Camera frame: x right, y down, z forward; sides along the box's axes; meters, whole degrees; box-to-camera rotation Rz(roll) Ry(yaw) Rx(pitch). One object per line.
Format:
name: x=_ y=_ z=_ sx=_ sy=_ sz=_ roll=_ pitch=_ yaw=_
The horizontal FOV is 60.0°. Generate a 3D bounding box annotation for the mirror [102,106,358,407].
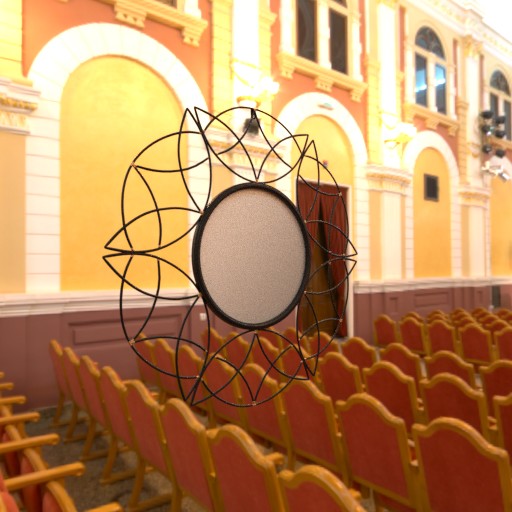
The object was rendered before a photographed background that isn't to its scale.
mirror: x=0.000 y=0.000 z=1.149 sx=0.797 sy=0.775 sz=0.028 roll=1 pitch=-1 yaw=-38
